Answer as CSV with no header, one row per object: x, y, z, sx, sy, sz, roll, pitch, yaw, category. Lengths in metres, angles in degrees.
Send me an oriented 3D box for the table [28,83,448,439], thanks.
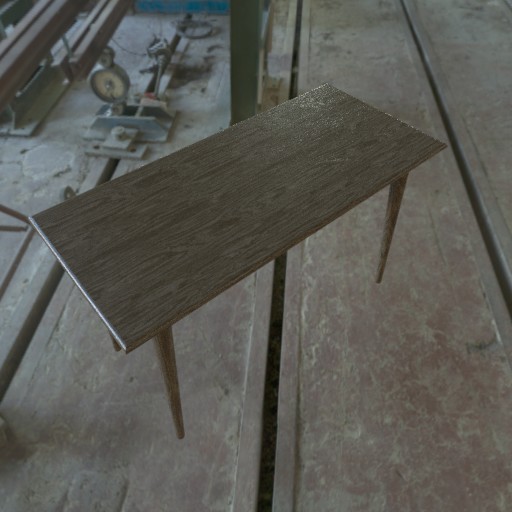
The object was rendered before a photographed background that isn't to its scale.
0.000,0.000,1.749,1.300,0.780,0.599,-32,55,-26,table
